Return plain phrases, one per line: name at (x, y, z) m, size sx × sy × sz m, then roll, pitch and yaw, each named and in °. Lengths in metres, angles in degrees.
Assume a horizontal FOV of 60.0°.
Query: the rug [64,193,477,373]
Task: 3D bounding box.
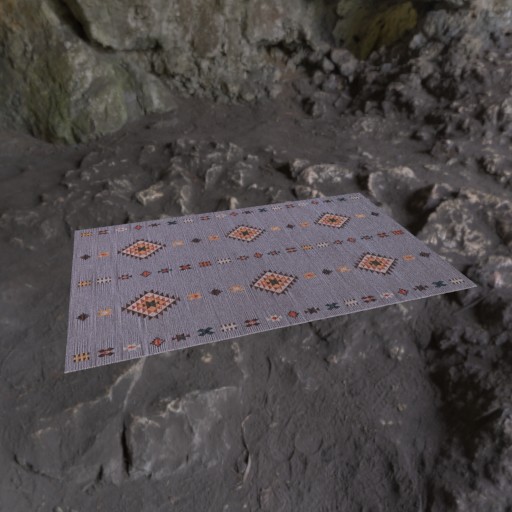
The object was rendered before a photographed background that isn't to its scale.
rug at (0.000, 0.000, 3.079) m, size 2.427 × 0.007 × 1.515 m, roll -9°, pitch 33°, yaw -15°
